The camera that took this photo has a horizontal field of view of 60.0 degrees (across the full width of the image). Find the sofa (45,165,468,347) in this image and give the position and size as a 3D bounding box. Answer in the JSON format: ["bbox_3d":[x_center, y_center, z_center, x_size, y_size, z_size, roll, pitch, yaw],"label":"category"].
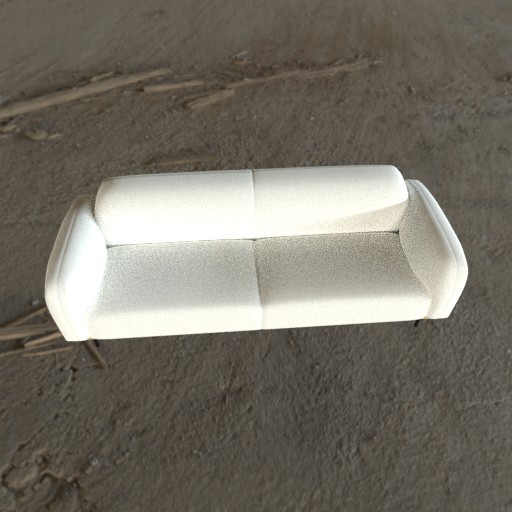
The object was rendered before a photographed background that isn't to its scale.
[{"bbox_3d":[0.000,0.000,2.698,2.280,0.780,0.870,-3,45,-3],"label":"sofa"}]
